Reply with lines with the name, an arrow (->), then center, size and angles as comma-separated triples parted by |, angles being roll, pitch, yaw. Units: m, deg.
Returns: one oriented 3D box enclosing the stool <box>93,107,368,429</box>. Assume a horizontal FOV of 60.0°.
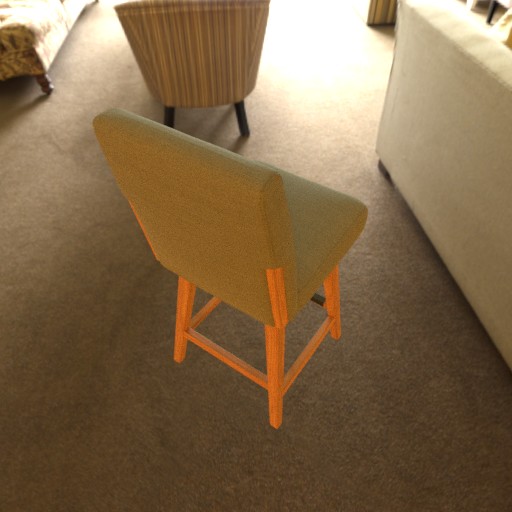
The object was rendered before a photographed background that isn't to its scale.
stool -> 0.000, 0.000, 1.305 | 0.459, 1.019, 0.570 | 26, 51, 24
